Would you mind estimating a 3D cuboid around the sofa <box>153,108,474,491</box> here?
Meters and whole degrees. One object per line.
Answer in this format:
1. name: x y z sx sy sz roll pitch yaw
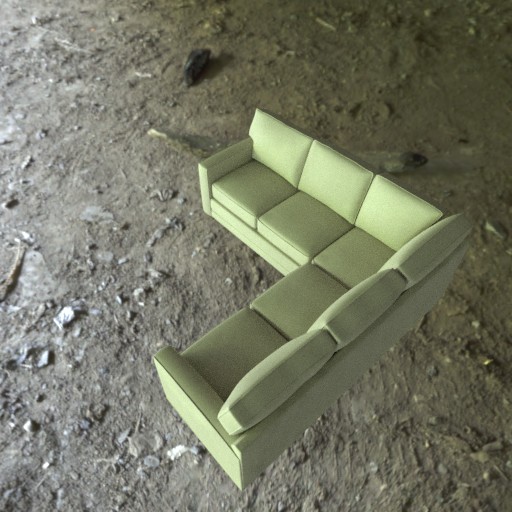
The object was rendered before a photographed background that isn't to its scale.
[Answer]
1. sofa: 0.000 0.000 3.388 2.189 0.939 2.182 -34 56 -27
